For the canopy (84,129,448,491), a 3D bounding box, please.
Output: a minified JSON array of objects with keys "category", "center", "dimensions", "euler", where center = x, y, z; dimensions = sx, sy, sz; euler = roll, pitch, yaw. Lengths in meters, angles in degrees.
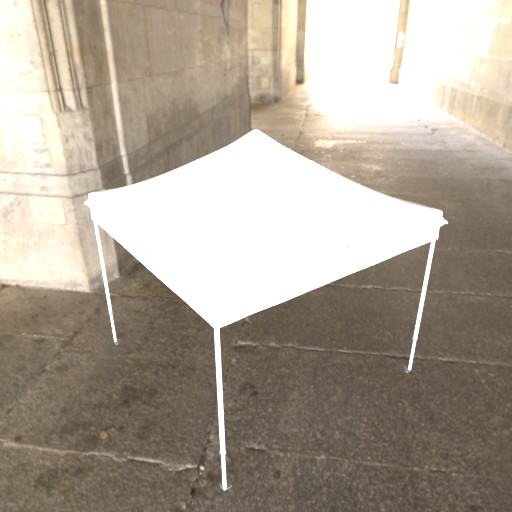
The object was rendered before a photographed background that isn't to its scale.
[{"category":"canopy","center":[0.000,0.000,5.365],"dimensions":[2.994,2.998,2.996],"euler":[-18,31,-32]}]
